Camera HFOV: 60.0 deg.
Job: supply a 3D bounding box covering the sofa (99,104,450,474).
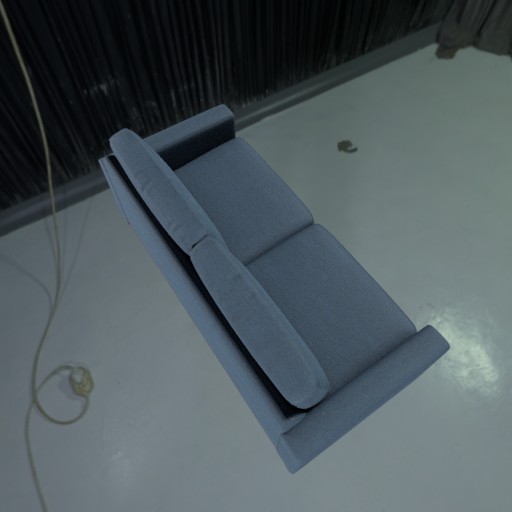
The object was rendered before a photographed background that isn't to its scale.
[{"bbox_3d":[0.000,0.000,2.369,0.877,0.865,1.900,-30,64,-17],"label":"sofa"}]
